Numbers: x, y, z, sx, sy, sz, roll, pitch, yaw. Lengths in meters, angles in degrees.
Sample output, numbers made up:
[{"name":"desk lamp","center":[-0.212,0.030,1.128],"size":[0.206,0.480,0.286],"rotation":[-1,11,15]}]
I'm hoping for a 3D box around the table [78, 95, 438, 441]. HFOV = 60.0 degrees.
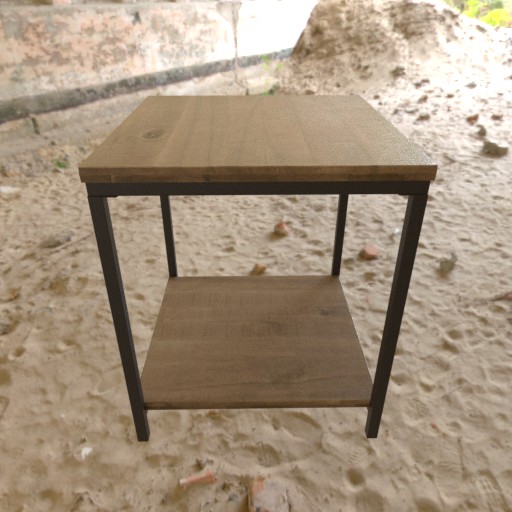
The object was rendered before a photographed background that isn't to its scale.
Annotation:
[{"name":"table","center":[0.000,0.000,0.986],"size":[0.503,0.589,0.507],"rotation":[0,30,-1]}]
